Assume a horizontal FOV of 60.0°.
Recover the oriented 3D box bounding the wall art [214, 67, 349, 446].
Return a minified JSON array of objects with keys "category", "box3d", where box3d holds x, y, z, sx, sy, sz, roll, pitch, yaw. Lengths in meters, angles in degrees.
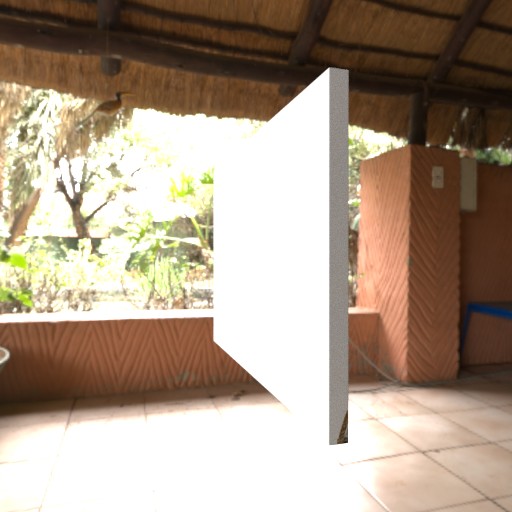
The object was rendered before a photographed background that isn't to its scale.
[{"category":"wall art","box3d":[0.000,0.000,1.137,0.038,0.601,0.898,0,0,-17]}]
